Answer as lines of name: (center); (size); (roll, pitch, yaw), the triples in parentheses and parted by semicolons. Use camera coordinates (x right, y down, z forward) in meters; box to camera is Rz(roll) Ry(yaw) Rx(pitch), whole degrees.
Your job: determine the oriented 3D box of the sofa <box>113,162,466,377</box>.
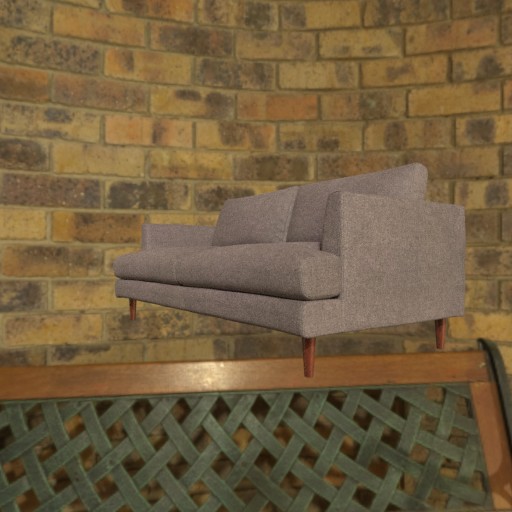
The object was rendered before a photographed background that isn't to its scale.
sofa: (0.000, 0.000, 2.533); (1.020, 0.868, 1.948); (0, 0, -36)
